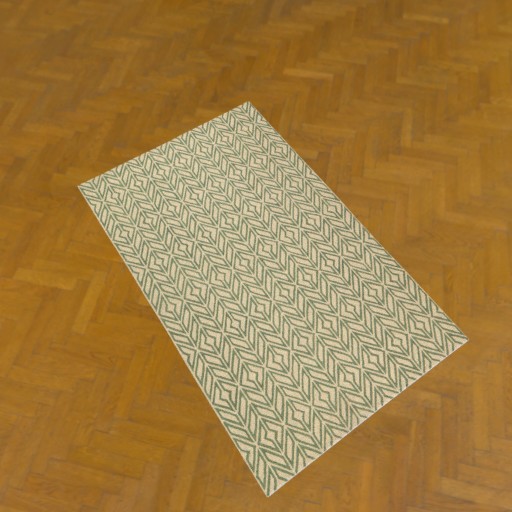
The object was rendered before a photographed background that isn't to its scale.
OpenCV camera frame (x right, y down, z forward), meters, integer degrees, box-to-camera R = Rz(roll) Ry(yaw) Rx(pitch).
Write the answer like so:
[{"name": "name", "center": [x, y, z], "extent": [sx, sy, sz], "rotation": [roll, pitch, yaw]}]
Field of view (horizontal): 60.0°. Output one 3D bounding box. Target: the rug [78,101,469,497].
[{"name": "rug", "center": [0.000, 0.000, 2.993], "extent": [1.517, 0.011, 2.435], "rotation": [-31, 67, -15]}]
